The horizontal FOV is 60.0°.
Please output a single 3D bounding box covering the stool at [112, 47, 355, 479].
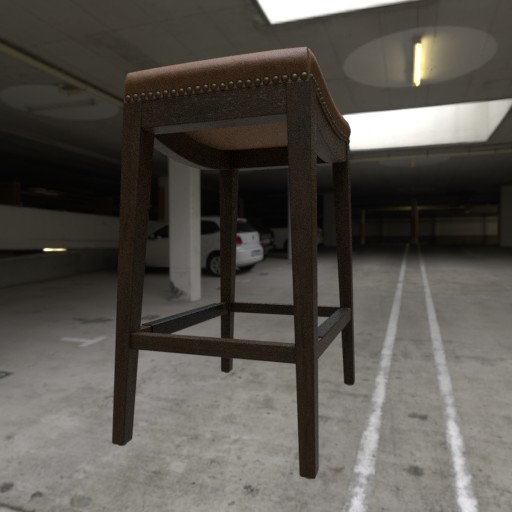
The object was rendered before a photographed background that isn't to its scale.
[{"bbox_3d":[0.000,0.000,0.945,0.361,0.660,0.500,0,1,19],"label":"stool"}]
